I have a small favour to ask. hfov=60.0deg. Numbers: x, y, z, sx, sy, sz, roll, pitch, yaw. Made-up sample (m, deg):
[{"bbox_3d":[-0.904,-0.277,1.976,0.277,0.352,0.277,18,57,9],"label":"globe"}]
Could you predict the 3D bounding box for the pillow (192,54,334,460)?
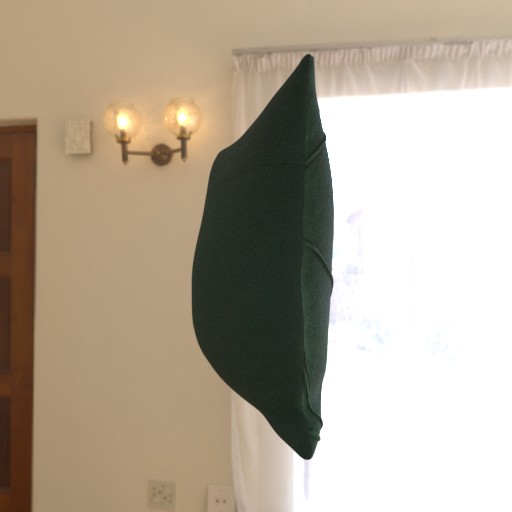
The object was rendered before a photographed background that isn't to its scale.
[{"bbox_3d":[0.000,0.000,0.680,0.184,0.440,0.439,0,-1,-17],"label":"pillow"}]
